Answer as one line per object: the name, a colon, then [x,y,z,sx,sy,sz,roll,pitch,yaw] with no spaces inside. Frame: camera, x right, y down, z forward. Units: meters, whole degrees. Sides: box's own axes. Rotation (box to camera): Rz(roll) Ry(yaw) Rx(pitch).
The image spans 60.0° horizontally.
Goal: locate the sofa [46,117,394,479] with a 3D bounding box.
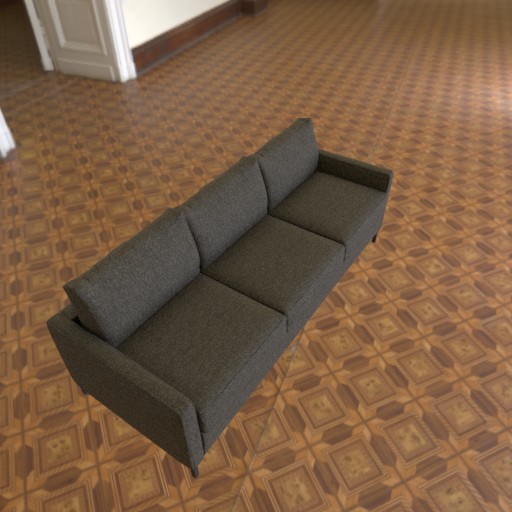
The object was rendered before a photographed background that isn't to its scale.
sofa: [0.000,0.000,2.681,0.876,0.879,2.253,24,47,25]
